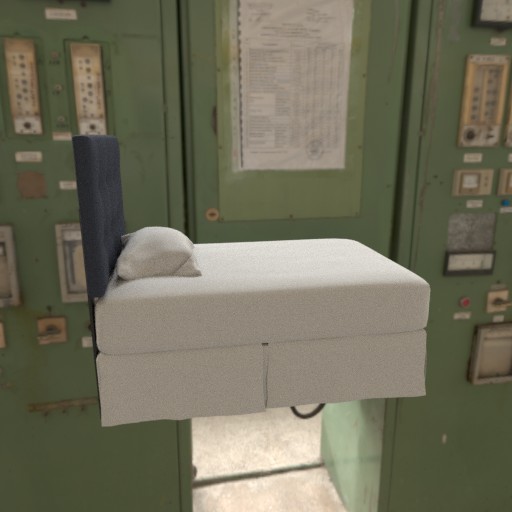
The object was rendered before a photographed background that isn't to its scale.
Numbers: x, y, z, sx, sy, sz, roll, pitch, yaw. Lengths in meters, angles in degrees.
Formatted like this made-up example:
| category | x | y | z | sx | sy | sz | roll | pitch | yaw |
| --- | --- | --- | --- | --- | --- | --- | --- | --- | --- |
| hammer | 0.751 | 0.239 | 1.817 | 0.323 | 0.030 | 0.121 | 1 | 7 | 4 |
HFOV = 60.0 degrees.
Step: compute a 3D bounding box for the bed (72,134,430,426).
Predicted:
| category | x | y | z | sx | sy | sz | roll | pitch | yaw |
| --- | --- | --- | --- | --- | --- | --- | --- | --- | --- |
| bed | 0.000 | 0.000 | 2.981 | 1.997 | 1.571 | 1.261 | -3 | 15 | -10 |
